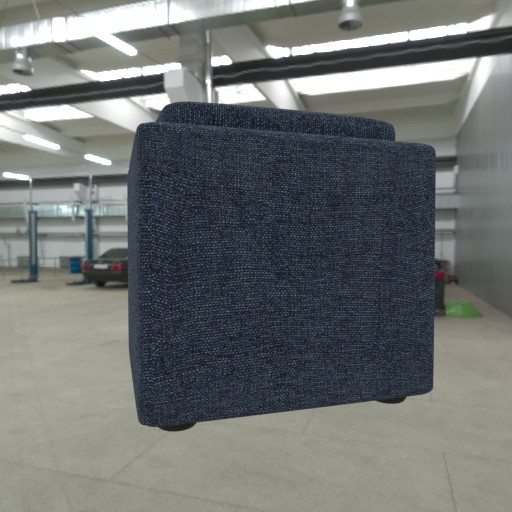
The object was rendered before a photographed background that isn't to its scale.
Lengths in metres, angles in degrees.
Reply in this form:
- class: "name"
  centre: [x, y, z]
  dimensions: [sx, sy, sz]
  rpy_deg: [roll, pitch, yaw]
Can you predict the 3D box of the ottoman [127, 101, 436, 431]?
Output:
- class: "ottoman"
  centre: [0.000, 0.000, 0.825]
  dimensions: [0.450, 0.460, 0.450]
  rpy_deg: [0, 2, -18]
